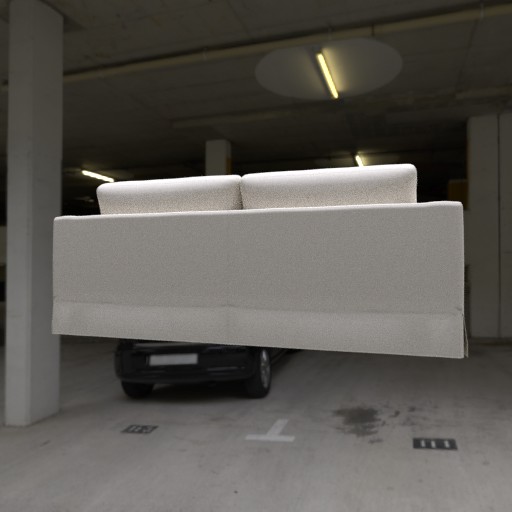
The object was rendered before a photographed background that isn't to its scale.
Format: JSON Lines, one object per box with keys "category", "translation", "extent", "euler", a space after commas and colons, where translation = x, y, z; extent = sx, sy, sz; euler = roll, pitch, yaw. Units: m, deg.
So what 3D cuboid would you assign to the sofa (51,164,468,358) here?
{"category": "sofa", "translation": [0.000, 0.000, 2.630], "extent": [2.163, 0.881, 0.954], "euler": [0, -1, 18]}
